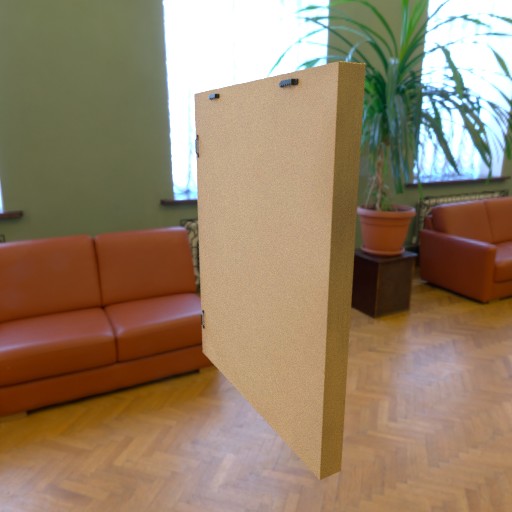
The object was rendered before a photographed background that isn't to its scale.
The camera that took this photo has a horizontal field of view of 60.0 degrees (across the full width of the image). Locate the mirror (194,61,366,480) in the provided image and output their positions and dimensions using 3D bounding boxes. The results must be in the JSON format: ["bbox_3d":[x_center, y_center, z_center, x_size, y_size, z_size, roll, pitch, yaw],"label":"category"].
[{"bbox_3d":[0.000,0.000,0.693,0.041,0.509,0.406,-8,17,-28],"label":"mirror"}]
